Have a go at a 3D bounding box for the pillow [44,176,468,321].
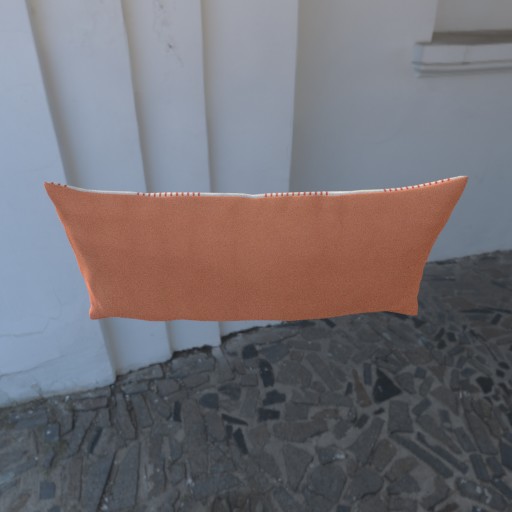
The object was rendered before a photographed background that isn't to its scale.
[{"bbox_3d":[0.000,0.000,0.729,0.608,0.292,0.156,-1,31,-1],"label":"pillow"}]
